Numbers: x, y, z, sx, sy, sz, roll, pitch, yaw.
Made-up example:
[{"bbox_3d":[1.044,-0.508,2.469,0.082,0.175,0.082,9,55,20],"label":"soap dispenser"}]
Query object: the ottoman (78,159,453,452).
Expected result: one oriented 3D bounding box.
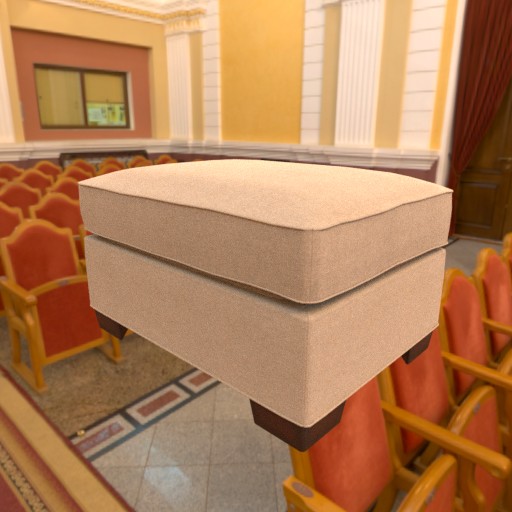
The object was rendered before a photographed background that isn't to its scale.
[{"bbox_3d":[0.000,0.000,1.245,0.846,0.503,0.617,15,23,41],"label":"ottoman"}]
